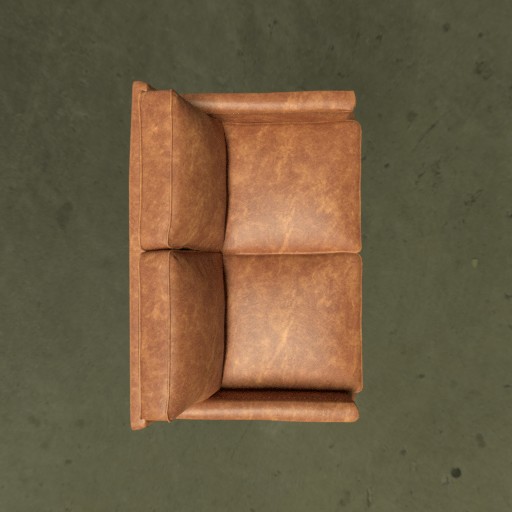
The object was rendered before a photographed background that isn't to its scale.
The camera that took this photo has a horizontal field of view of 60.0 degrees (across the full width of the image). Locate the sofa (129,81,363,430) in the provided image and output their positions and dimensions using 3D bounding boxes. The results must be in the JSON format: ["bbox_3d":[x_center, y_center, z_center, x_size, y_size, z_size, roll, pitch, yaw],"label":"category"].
[{"bbox_3d":[0.000,0.000,2.243,1.084,1.003,1.597,0,89,1],"label":"sofa"}]
